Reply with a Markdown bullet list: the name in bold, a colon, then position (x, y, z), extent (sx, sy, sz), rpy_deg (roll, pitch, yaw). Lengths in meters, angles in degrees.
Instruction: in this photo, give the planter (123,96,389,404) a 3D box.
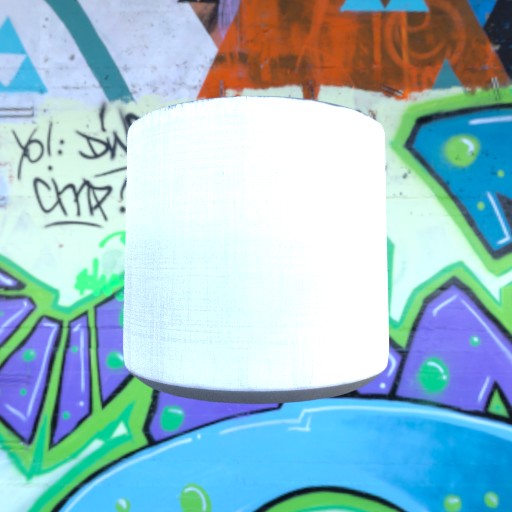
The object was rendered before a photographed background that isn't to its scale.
- **planter**: position (0.000, 0.000, 0.387), extent (0.221, 0.201, 0.221), rpy_deg (0, -1, 0)
